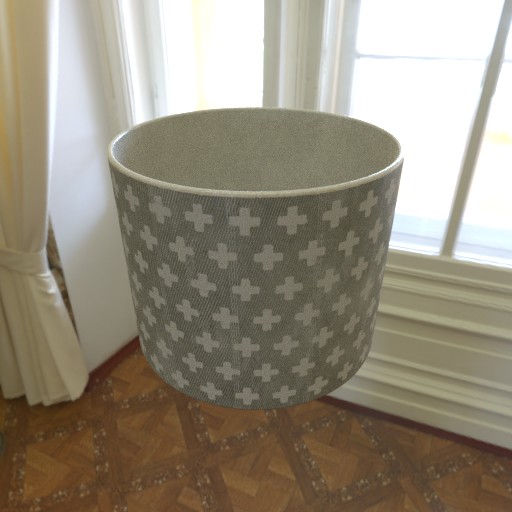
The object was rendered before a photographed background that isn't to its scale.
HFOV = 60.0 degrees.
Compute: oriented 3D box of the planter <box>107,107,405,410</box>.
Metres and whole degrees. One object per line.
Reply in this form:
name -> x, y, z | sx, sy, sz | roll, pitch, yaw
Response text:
planter -> 0.000, 0.000, 0.339 | 0.190, 0.181, 0.190 | 0, 31, 0
